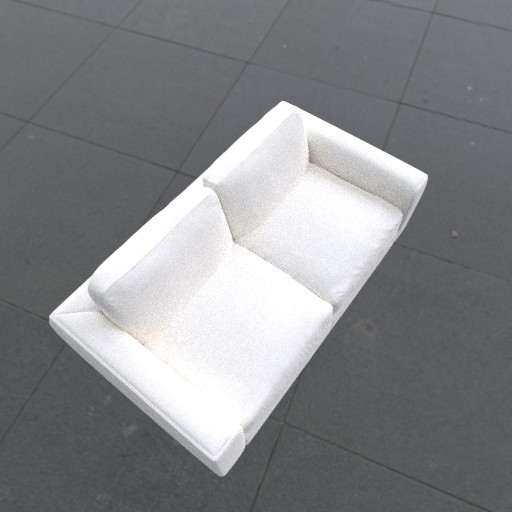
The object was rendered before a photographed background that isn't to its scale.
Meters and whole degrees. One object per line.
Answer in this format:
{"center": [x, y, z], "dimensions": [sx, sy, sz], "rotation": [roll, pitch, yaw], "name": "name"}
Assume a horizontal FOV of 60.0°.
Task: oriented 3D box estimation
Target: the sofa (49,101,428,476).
{"center": [0.000, 0.000, 2.430], "dimensions": [1.069, 0.801, 1.920], "rotation": [34, 65, 18], "name": "sofa"}
